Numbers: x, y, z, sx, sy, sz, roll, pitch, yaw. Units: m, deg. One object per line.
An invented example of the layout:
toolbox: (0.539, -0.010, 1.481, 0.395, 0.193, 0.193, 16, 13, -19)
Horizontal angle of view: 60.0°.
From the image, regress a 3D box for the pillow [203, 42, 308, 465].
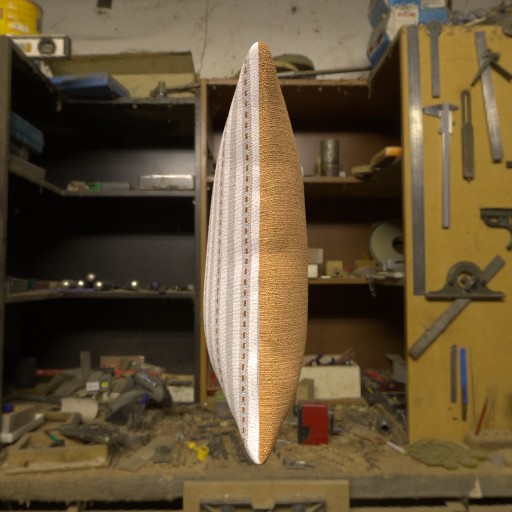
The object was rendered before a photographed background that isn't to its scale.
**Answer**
pillow: (0.000, 0.000, 0.665, 0.147, 0.437, 0.432, 0, -2, 0)
